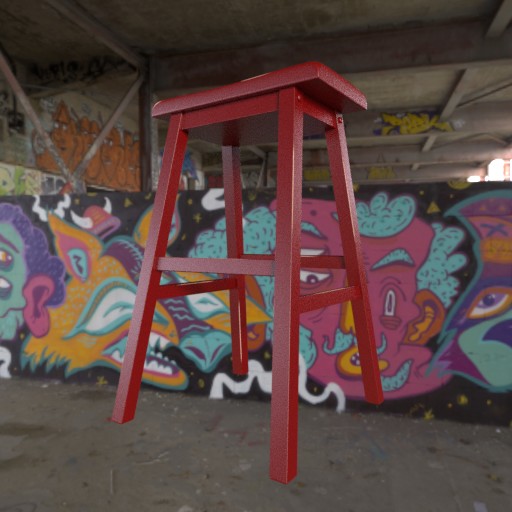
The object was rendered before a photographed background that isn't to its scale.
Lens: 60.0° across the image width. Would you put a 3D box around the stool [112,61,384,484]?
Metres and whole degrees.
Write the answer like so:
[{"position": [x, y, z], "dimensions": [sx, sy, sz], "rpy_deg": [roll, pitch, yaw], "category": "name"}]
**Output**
[{"position": [0.000, 0.000, 1.046], "dimensions": [0.457, 0.737, 0.476], "rpy_deg": [1, 2, 35], "category": "stool"}]
